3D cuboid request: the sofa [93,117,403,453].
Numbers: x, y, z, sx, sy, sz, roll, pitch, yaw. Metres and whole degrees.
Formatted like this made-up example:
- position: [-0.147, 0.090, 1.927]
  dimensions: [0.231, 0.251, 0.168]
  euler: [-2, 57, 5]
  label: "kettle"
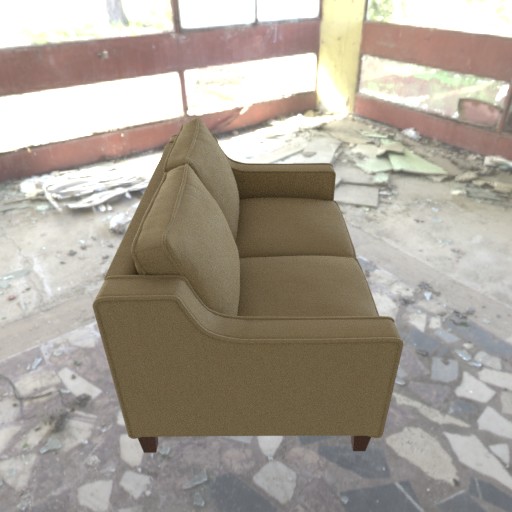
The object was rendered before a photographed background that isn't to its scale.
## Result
- position: [0.000, 0.000, 2.120]
  dimensions: [0.987, 0.971, 1.501]
  euler: [0, 33, 0]
  label: "sofa"
